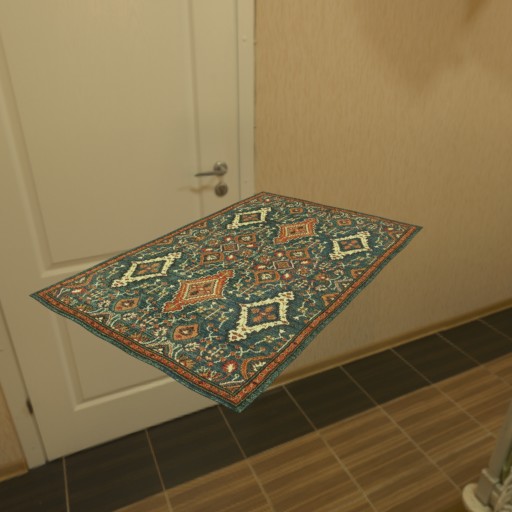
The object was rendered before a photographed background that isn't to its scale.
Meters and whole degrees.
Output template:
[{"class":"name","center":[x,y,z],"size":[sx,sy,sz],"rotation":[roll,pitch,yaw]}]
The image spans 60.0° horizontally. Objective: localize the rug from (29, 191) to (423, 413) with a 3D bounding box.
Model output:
[{"class":"rug","center":[0.000,0.000,4.255],"size":[2.190,0.008,3.371],"rotation":[18,31,32]}]
